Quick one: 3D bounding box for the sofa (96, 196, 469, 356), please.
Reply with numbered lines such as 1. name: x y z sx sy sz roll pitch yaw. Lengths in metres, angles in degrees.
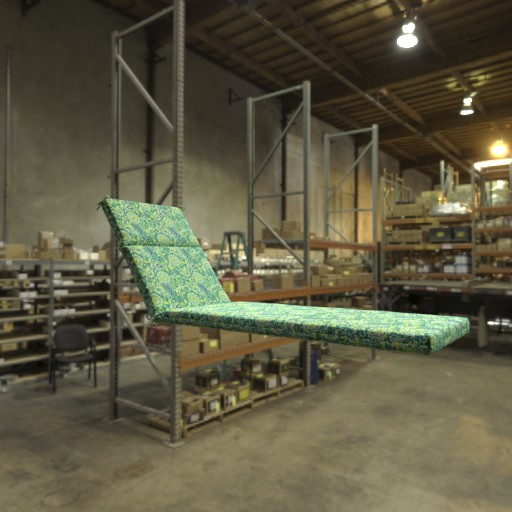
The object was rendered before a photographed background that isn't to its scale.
1. sofa: 0.000 0.000 1.985 1.663 0.622 0.582 -1 -1 37
